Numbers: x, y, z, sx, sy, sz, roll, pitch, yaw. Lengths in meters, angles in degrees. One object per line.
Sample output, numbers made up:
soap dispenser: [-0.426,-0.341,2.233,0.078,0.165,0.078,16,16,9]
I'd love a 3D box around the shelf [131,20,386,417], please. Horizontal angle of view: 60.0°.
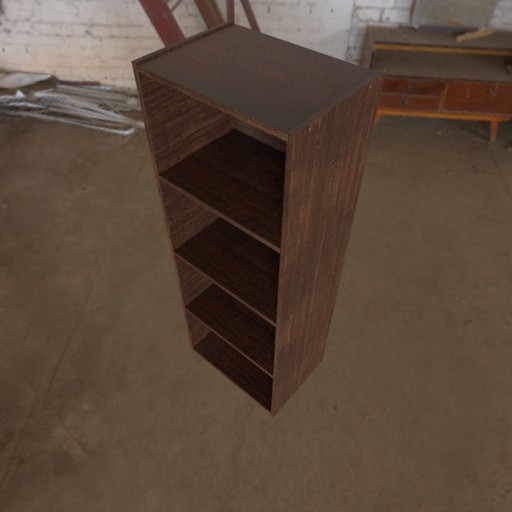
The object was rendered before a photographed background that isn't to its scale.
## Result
shelf: [0.000,0.000,1.275,0.415,1.099,0.290,32,55,26]
